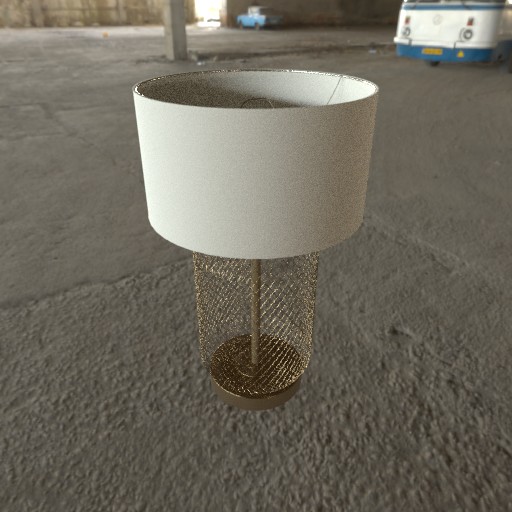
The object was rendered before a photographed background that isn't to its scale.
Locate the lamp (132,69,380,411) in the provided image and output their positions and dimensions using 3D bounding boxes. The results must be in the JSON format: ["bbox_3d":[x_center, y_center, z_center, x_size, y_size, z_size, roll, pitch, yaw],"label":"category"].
[{"bbox_3d":[0.000,0.000,0.792,0.353,0.578,0.353,0,30,0],"label":"lamp"}]
